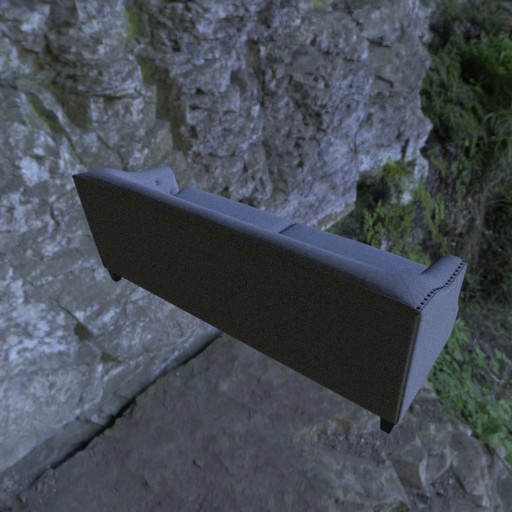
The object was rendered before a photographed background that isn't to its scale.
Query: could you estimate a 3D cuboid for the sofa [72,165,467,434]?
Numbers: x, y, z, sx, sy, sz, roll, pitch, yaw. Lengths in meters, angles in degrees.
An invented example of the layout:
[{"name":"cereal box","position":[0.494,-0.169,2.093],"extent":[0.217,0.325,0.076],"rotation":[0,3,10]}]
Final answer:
[{"name":"sofa","position":[0.000,0.000,2.718],"extent":[2.235,0.901,0.914],"rotation":[22,38,31]}]
